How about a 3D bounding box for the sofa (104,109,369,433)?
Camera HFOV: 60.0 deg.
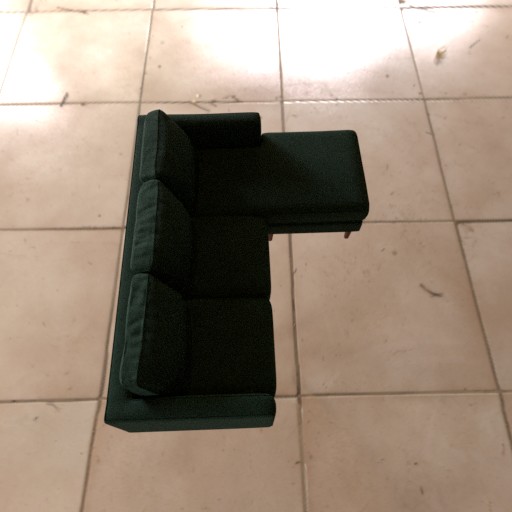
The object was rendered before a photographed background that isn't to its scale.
[{"bbox_3d":[0.000,0.000,2.855,1.580,0.899,2.030,-2,63,-1],"label":"sofa"}]
